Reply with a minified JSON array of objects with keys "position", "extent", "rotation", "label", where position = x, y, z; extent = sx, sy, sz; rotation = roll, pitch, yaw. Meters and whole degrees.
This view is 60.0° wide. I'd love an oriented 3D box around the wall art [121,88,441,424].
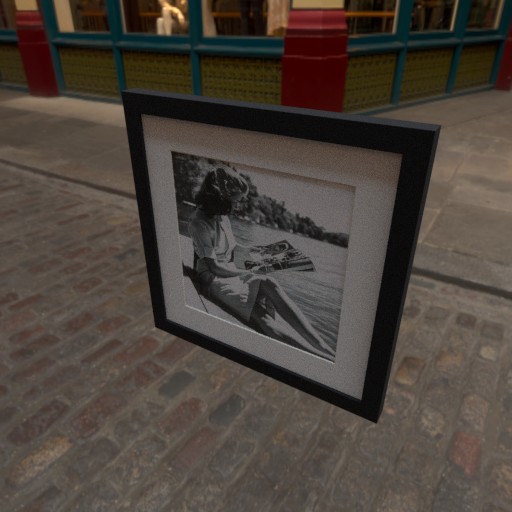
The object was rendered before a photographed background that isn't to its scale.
[{"position":[0.000,0.000,0.698],"extent":[0.462,0.458,0.030],"rotation":[17,34,27],"label":"wall art"}]
